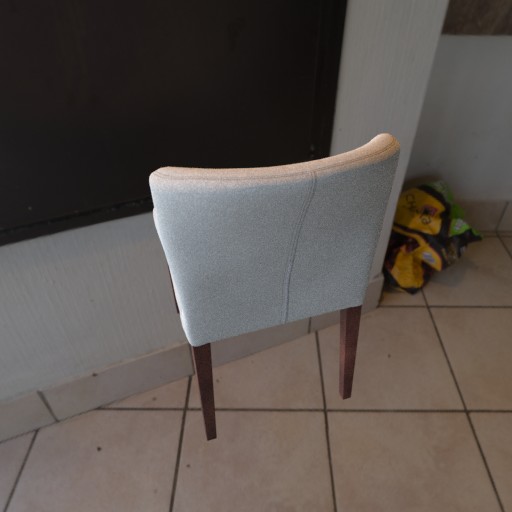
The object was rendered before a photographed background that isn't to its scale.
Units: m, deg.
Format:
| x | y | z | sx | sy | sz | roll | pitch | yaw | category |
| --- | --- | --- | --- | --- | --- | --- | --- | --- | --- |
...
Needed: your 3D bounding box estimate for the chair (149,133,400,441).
| x | y | z | sx | sy | sz | roll | pitch | yaw | category |
| --- | --- | --- | --- | --- | --- | --- | --- | --- | --- |
| 0.000 | 0.000 | 1.183 | 0.491 | 0.839 | 0.592 | -12 | 42 | -13 | chair |
